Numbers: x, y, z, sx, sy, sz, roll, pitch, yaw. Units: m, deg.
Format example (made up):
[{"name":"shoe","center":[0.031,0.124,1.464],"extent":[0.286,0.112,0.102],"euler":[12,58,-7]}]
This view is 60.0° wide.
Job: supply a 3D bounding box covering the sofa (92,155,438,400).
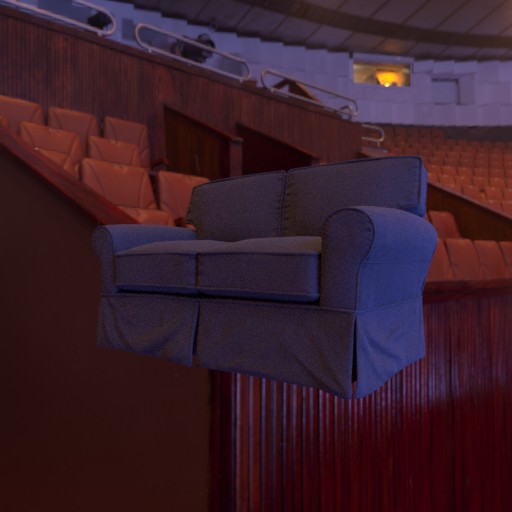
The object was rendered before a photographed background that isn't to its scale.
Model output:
[{"name":"sofa","center":[0.000,0.000,2.472],"extent":[1.801,1.059,0.997],"euler":[0,0,37]}]
